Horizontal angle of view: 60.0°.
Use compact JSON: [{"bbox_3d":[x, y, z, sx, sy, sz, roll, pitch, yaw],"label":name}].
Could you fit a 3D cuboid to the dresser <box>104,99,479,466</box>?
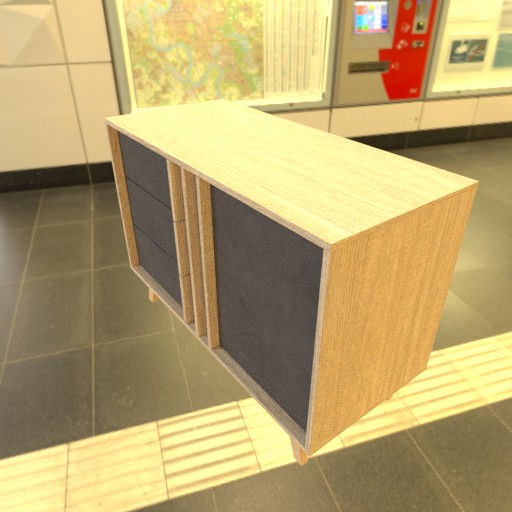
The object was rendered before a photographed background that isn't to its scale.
[{"bbox_3d":[0.000,0.000,1.514,0.500,0.780,1.110,-22,38,-31],"label":"dresser"}]
